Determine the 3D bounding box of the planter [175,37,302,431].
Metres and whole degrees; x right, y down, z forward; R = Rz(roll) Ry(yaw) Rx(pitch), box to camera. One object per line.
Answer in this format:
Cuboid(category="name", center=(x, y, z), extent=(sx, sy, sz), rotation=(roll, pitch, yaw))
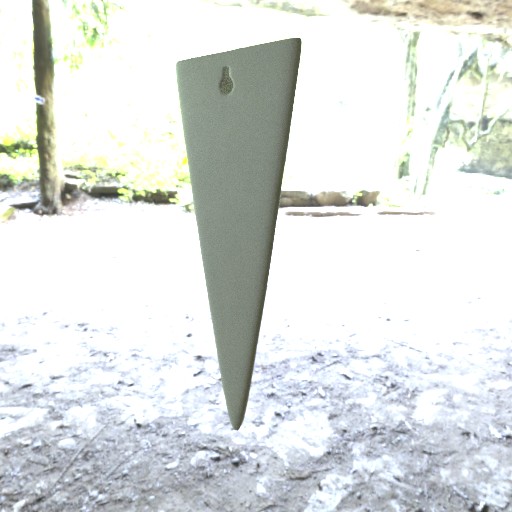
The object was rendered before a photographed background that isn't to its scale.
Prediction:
Cuboid(category="planter", center=(0.000, 0.000, 0.404), extent=(0.065, 0.338, 0.143), rotation=(-14, 21, -43))
